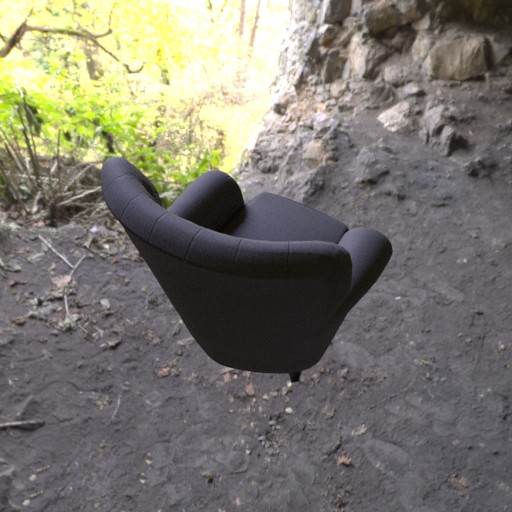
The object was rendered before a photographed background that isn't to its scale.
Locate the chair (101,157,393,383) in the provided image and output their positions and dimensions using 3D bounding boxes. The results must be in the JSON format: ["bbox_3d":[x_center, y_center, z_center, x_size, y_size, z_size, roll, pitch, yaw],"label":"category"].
[{"bbox_3d":[0.000,0.000,1.867,0.983,1.046,0.983,24,52,20],"label":"chair"}]
